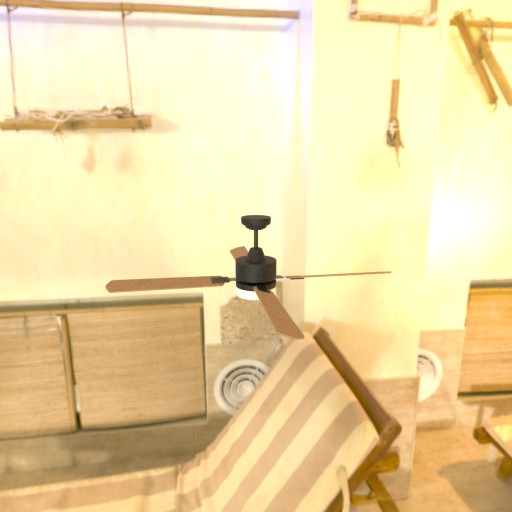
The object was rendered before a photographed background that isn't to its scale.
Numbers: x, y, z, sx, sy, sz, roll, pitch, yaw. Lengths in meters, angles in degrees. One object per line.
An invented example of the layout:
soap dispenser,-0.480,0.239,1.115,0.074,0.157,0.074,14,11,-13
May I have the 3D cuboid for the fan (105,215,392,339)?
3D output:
fan,0.000,0.000,2.001,1.320,0.355,1.320,-2,14,-10
